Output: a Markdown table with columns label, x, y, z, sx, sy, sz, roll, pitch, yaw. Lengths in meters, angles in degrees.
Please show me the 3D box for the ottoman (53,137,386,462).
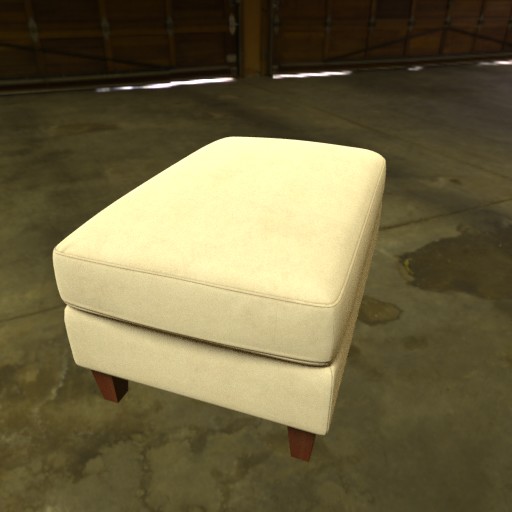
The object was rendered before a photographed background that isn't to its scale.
| label | x | y | z | sx | sy | sz | roll | pitch | yaw |
| --- | --- | --- | --- | --- | --- | --- | --- | --- | --- |
| ottoman | 0.000 | 0.000 | 1.196 | 0.584 | 0.483 | 0.864 | 10 | 31 | 17 |
